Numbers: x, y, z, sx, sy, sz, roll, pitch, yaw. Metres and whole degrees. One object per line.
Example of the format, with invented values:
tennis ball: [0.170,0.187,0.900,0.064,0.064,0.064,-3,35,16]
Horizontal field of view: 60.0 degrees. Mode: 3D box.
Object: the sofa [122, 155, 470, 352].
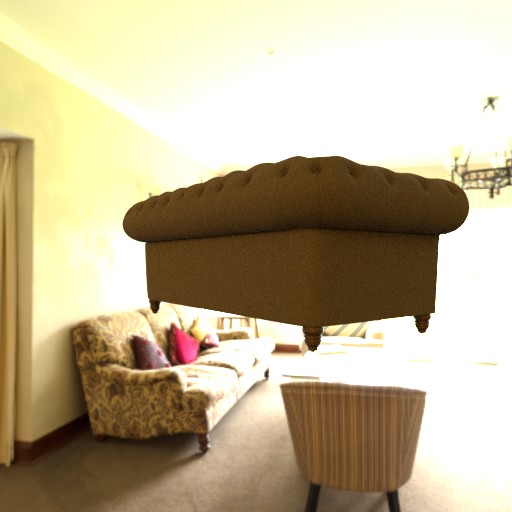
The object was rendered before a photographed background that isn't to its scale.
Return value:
sofa: [0.000,0.000,2.523,0.986,0.764,1.998,1,-1,-36]
